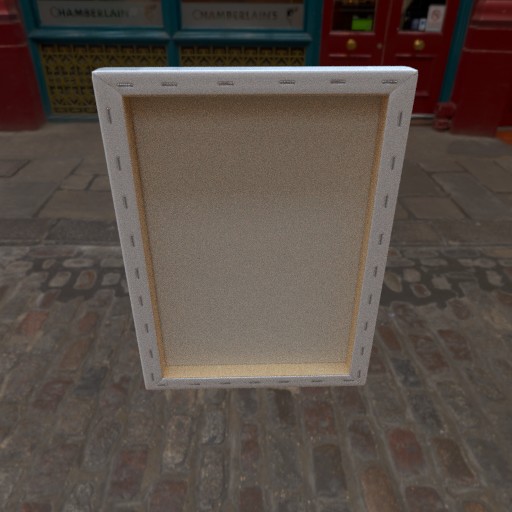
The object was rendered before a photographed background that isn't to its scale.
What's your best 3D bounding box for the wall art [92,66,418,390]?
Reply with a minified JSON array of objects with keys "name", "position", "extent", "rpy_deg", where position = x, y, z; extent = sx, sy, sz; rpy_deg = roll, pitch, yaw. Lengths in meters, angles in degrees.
[{"name":"wall art","position":[0.000,0.000,0.781],"extent":[0.455,0.613,0.037],"rpy_deg":[-1,30,-1]}]
